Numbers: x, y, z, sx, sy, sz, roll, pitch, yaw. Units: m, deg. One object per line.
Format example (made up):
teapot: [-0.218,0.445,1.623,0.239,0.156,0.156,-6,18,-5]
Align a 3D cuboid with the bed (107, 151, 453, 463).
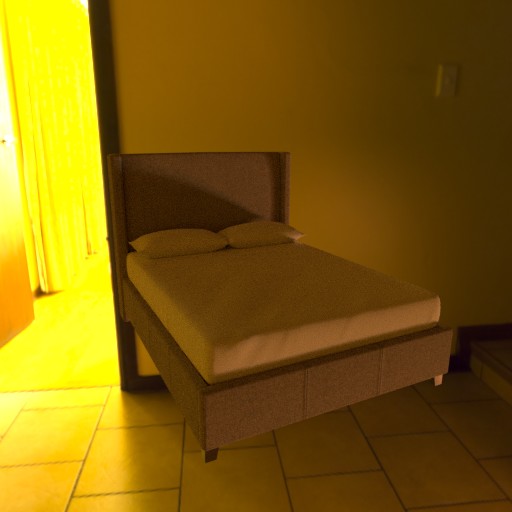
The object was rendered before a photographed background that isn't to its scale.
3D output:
bed: [0.000,0.000,3.355,1.714,1.481,2.245,-7,16,-26]
